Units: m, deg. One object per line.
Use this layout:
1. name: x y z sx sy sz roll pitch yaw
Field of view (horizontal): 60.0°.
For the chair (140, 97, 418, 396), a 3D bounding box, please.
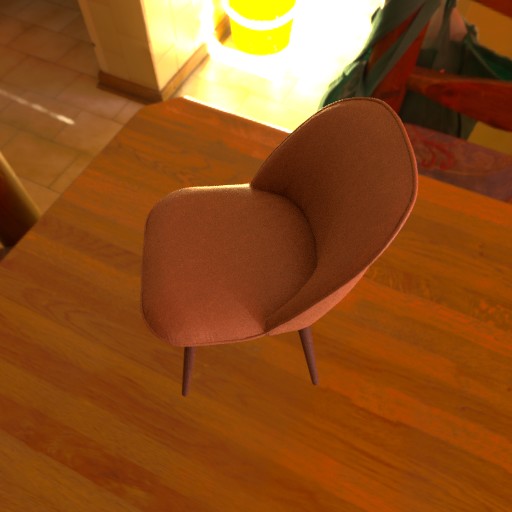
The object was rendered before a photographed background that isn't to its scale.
1. chair: 0.000 0.000 1.240 0.631 0.831 0.521 -4 58 -3
